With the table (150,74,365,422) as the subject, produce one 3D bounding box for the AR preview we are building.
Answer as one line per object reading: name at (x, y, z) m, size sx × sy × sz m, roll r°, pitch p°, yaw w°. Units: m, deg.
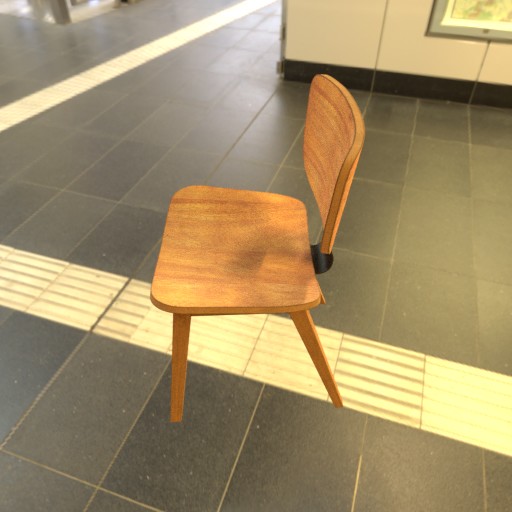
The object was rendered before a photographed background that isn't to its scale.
table at (0.000, 0.000, 1.167) m, size 0.500 × 0.805 × 0.499 m, roll -1°, pitch 42°, yaw -1°
